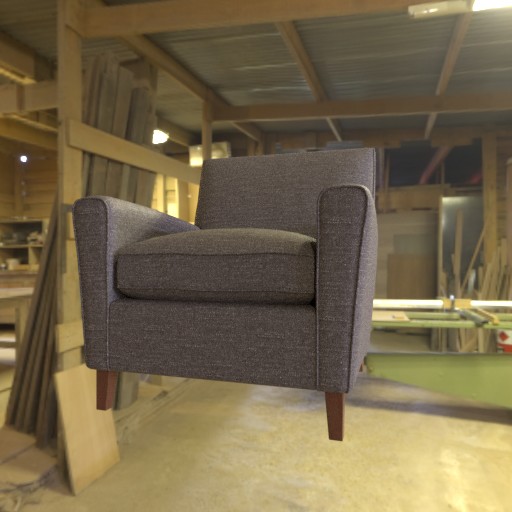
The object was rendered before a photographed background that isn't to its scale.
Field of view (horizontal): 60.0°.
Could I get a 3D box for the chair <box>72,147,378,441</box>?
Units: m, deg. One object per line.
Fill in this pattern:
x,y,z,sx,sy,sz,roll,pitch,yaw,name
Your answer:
0.000,0.000,1.558,0.838,0.885,0.875,0,0,18,chair
